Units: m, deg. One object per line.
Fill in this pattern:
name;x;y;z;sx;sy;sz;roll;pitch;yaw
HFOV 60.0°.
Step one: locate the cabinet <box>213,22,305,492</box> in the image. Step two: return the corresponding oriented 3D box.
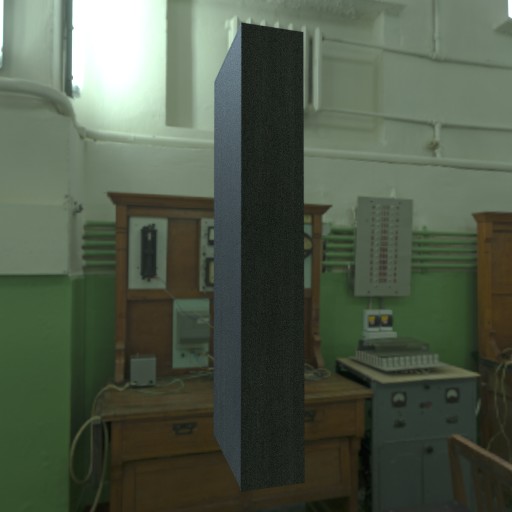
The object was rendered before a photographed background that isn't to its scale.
cabinet;0.000;0.000;1.823;0.255;1.630;0.520;0;-1;-16
